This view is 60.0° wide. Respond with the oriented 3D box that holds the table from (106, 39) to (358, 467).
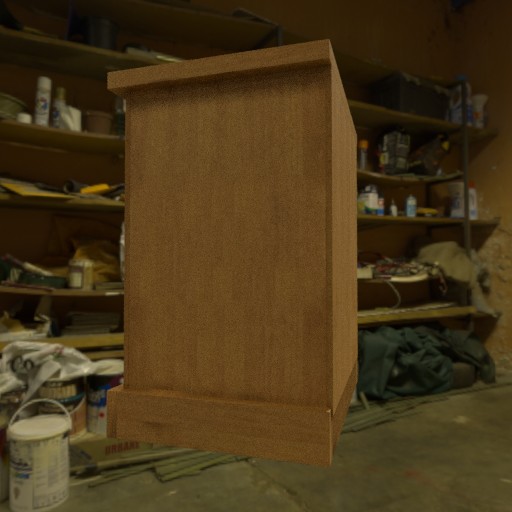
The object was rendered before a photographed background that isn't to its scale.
[{"bbox_3d":[0.000,0.000,1.227,0.500,0.813,0.660,0,-1,17],"label":"table"}]
